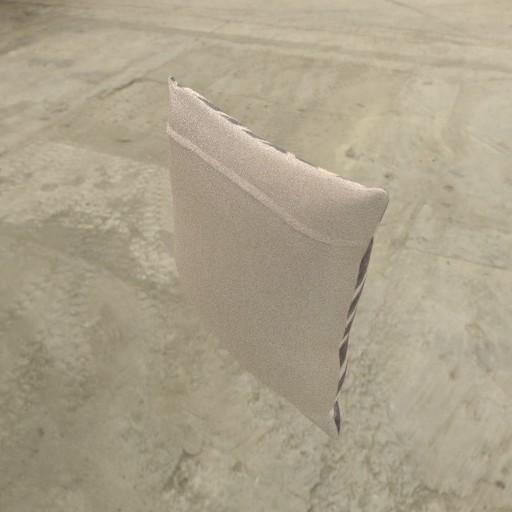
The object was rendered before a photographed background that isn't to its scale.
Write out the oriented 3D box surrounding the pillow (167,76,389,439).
[{"bbox_3d":[0.000,0.000,0.682,0.182,0.441,0.440,-26,47,-27],"label":"pillow"}]
